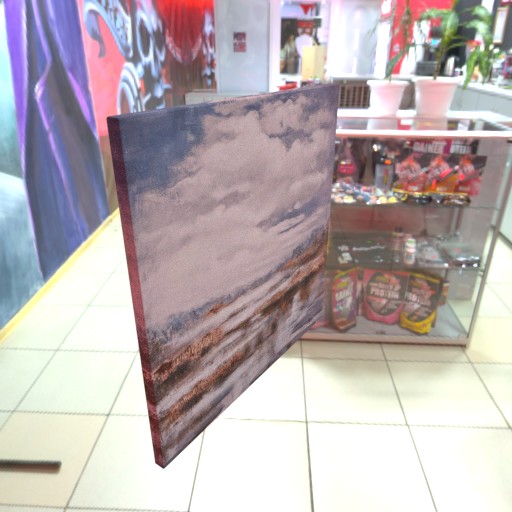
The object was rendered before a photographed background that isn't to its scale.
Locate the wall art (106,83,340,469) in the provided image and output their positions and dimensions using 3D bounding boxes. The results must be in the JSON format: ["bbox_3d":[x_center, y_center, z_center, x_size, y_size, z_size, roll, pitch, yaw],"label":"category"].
[{"bbox_3d":[0.000,0.000,1.490,0.040,1.020,1.010,17,31,32],"label":"wall art"}]
